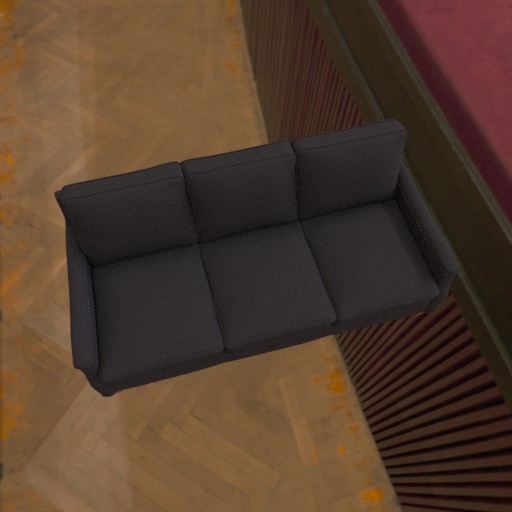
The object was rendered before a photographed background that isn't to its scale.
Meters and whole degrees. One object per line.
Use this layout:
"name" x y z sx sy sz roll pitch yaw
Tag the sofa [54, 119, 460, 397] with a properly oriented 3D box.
"sofa" 0.000 0.000 2.776 2.246 1.003 1.084 -13 64 -7
